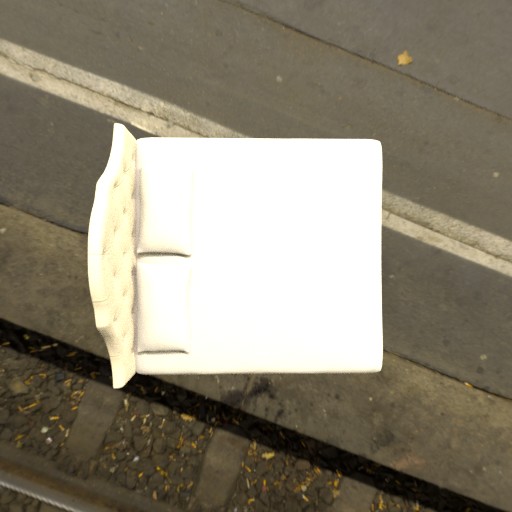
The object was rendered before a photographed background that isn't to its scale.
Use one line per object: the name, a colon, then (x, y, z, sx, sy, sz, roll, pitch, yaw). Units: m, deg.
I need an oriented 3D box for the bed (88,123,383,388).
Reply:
bed: (0.000, 0.000, 3.484, 2.086, 1.555, 2.012, 0, 90, -1)
